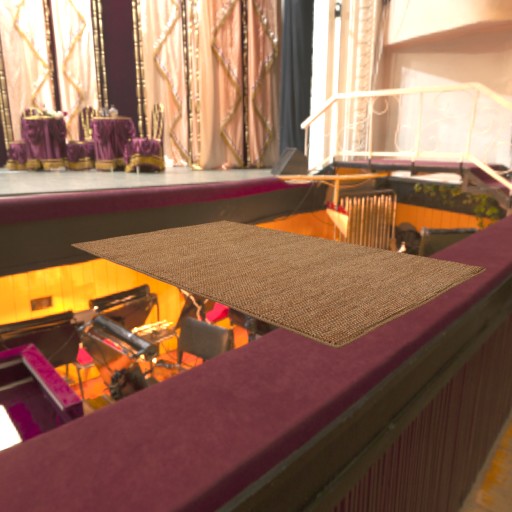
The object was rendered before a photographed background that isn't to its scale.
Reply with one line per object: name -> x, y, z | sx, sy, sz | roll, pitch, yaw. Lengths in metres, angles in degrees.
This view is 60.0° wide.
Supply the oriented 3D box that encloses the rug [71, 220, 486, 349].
rug -> 0.000, 0.000, 3.007 | 1.521, 0.034, 2.438 | -14, 20, -43
